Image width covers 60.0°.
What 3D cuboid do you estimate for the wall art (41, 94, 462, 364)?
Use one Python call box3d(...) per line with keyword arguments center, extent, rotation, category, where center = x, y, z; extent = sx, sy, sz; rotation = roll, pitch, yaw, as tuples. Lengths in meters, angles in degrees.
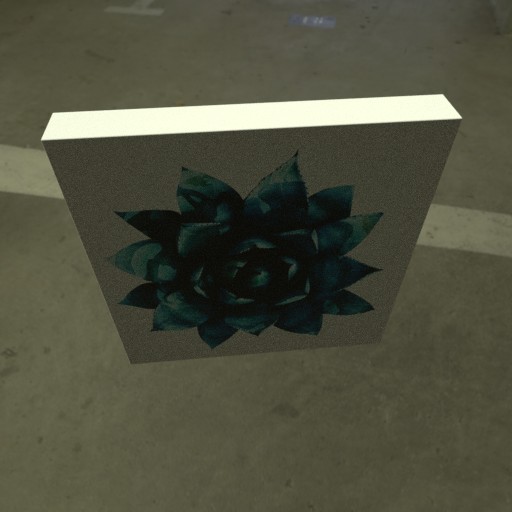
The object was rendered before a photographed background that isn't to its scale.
box3d(center=(0.000, 0.000, 0.442), extent=(0.305, 0.305, 0.038), rotation=(-4, 46, -4), category="wall art")
